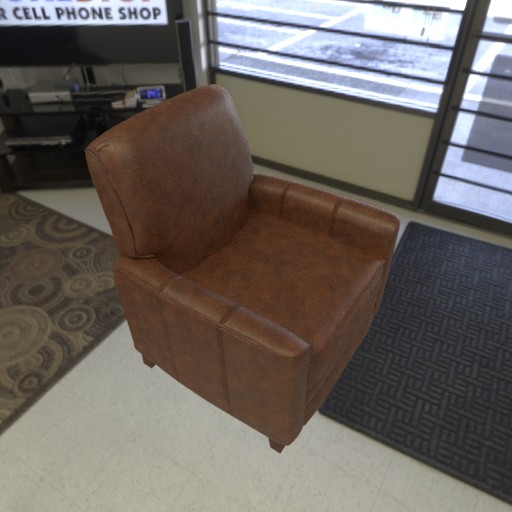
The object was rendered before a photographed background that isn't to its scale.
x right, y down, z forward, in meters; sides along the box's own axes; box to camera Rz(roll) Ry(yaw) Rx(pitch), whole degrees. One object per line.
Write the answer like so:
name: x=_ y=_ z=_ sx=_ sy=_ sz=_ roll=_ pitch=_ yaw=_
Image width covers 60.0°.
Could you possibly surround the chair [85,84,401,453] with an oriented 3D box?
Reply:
chair: x=0.000 y=0.000 z=1.666 sx=0.850 sy=1.010 sz=0.839 roll=24 pitch=46 yaw=26
